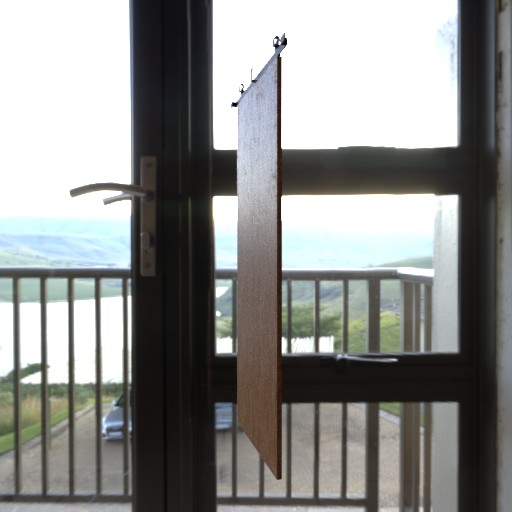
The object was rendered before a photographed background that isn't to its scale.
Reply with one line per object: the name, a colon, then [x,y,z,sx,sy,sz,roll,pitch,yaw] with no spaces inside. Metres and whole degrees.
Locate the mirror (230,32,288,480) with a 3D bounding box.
mirror: [0.000,0.000,2.075,0.042,1.793,0.847,0,1,-17]
